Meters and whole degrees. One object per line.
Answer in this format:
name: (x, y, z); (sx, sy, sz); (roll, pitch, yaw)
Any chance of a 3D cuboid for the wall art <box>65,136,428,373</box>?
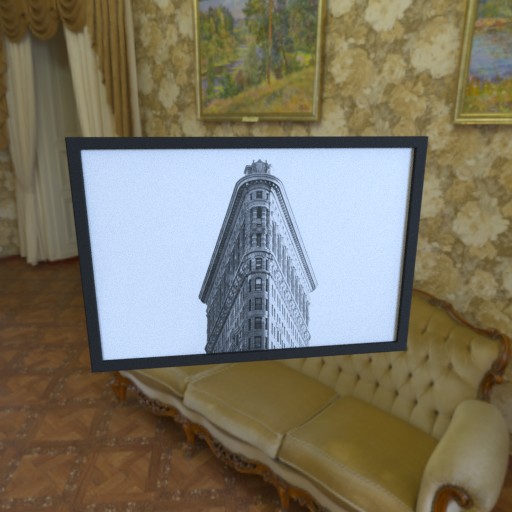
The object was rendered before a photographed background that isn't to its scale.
wall art: (0.000, 0.000, 1.268); (0.964, 0.659, 0.049); (-2, 16, -6)
